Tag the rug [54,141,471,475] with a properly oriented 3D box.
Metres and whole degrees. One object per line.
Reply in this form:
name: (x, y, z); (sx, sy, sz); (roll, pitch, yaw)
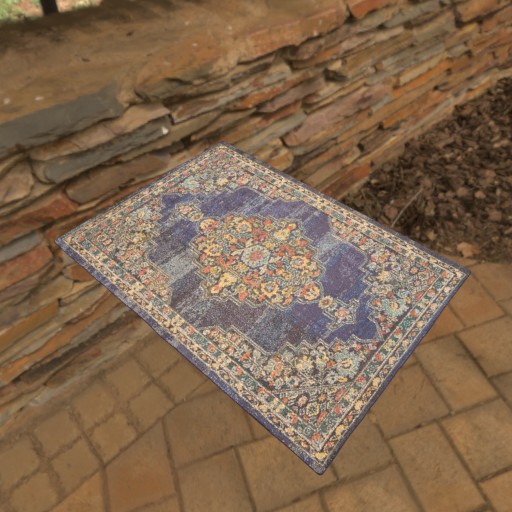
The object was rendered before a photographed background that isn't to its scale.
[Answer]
rug: (0.000, 0.000, 2.902); (2.232, 0.009, 1.630); (33, 56, 27)
